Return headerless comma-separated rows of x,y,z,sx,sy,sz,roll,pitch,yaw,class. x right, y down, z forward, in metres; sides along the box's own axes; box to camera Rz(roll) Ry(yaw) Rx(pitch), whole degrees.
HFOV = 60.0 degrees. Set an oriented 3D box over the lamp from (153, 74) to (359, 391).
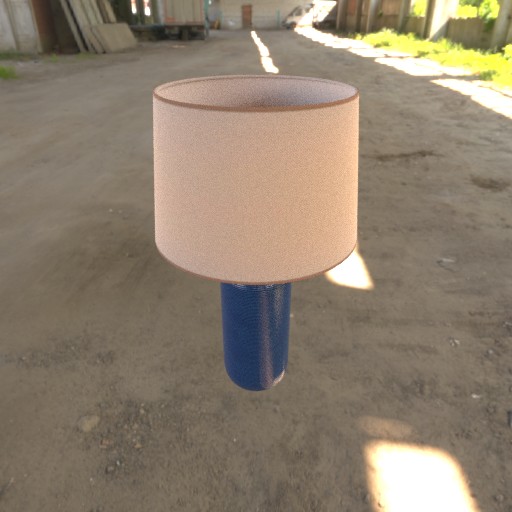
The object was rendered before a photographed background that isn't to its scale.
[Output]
0.000,0.000,0.848,0.367,0.609,0.367,0,29,0,lamp
